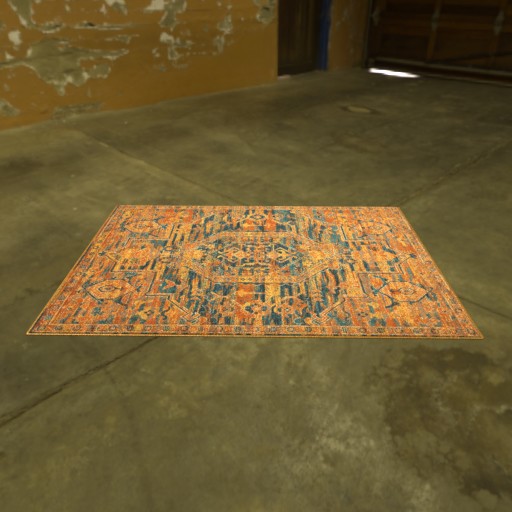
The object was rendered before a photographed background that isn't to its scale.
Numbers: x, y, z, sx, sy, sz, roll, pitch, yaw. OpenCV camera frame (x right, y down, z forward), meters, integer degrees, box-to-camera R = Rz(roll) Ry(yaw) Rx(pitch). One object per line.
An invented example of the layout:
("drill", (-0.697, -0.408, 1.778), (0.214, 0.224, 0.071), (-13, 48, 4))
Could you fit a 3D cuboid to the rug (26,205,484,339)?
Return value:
("rug", (0.000, 0.000, 3.693), (2.916, 0.019, 2.043), (0, 30, 1))
